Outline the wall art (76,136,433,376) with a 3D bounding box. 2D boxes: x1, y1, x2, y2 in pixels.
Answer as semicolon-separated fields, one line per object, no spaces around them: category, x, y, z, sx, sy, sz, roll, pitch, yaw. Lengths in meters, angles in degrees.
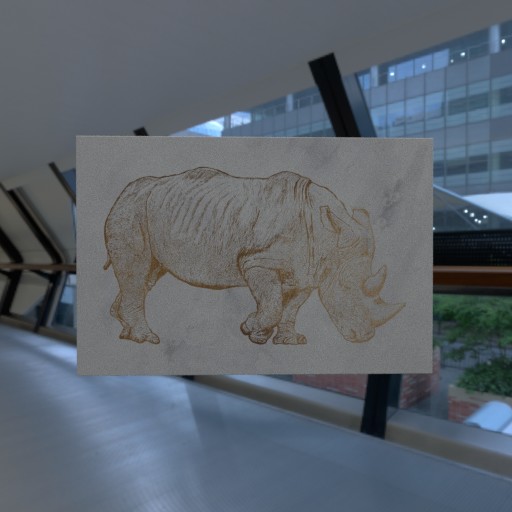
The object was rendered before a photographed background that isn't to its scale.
wall art;0.000;0.000;0.493;0.381;0.254;0.038;0;1;-1
